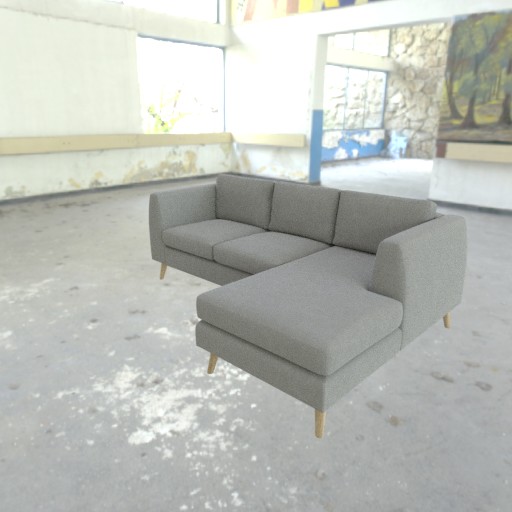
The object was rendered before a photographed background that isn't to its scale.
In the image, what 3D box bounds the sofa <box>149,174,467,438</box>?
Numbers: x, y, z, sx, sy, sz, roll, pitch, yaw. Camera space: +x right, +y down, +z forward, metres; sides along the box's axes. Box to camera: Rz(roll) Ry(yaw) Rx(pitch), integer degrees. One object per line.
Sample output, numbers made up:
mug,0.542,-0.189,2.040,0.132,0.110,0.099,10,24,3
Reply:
sofa,0.000,0.000,3.056,2.300,0.860,1.580,16,24,41
